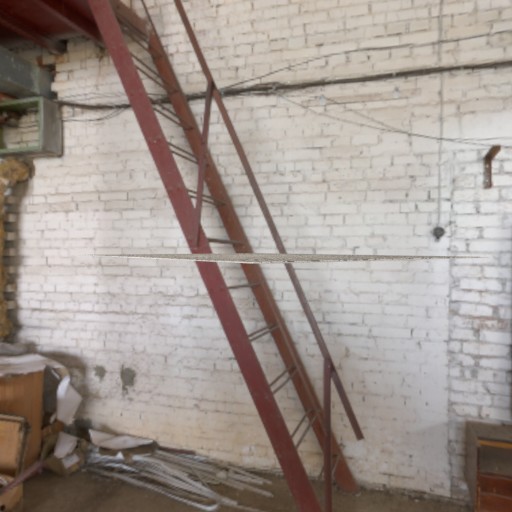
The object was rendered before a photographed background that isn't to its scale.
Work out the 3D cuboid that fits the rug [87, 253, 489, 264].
[{"bbox_3d":[0.000,0.000,2.126,1.190,0.003,1.634,-1,1,-37],"label":"rug"}]
